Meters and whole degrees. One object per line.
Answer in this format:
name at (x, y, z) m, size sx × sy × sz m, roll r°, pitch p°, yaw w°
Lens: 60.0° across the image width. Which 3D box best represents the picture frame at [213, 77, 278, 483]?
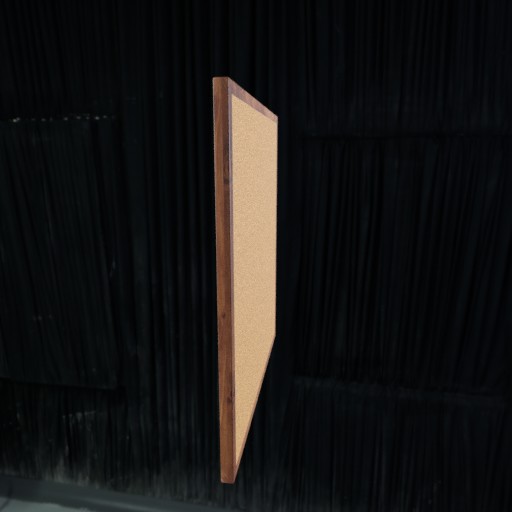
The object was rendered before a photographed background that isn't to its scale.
picture frame at (0.000, 0.000, 1.248) m, size 0.029 × 0.817 × 0.810 m, roll 2°, pitch 13°, yaw 9°
